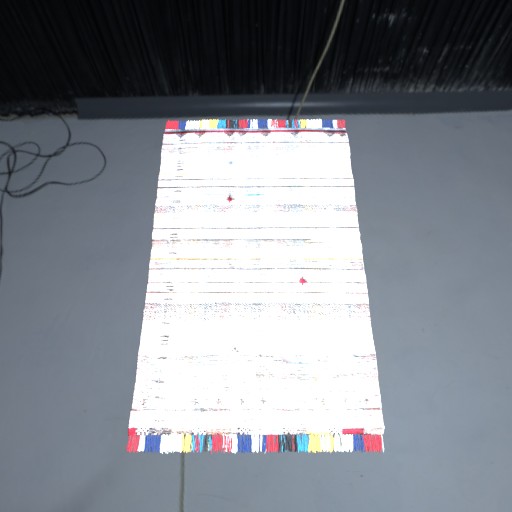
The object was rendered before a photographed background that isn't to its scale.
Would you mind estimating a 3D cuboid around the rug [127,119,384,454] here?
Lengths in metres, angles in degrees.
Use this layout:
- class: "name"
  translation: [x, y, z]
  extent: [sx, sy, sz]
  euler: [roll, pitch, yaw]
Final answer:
- class: "rug"
  translation: [0.000, 0.000, 3.016]
  extent: [1.465, 0.012, 2.465]
  euler: [0, 64, 0]
